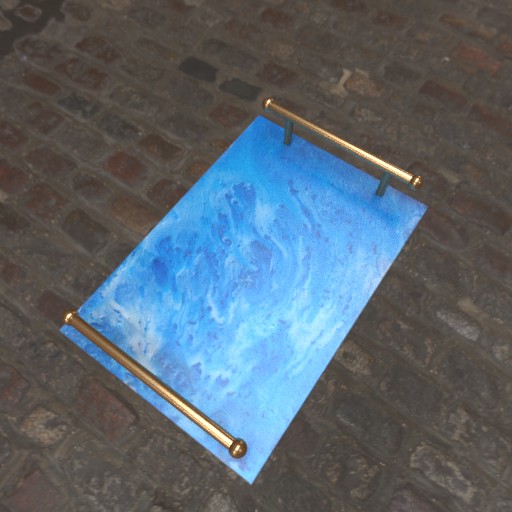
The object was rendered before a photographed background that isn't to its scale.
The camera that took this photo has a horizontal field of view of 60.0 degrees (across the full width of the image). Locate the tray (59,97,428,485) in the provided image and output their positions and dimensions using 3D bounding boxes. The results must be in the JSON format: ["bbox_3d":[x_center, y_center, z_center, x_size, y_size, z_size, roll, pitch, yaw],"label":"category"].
[{"bbox_3d":[0.000,0.000,0.582,0.304,0.084,0.444,33,69,15],"label":"tray"}]
